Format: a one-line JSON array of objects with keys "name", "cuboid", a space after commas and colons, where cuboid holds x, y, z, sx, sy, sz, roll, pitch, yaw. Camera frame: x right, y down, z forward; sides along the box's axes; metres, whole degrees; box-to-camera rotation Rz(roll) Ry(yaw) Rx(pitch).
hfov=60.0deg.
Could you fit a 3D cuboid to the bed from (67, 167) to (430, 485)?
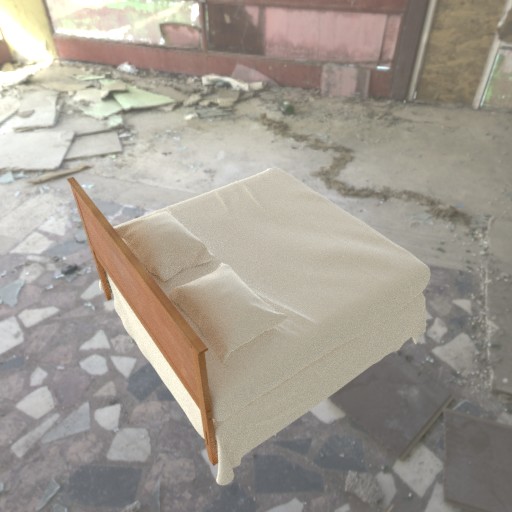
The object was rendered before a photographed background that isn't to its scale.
[{"name": "bed", "cuboid": [0.000, 0.000, 3.659, 2.215, 1.270, 2.317, -25, 46, -26]}]
